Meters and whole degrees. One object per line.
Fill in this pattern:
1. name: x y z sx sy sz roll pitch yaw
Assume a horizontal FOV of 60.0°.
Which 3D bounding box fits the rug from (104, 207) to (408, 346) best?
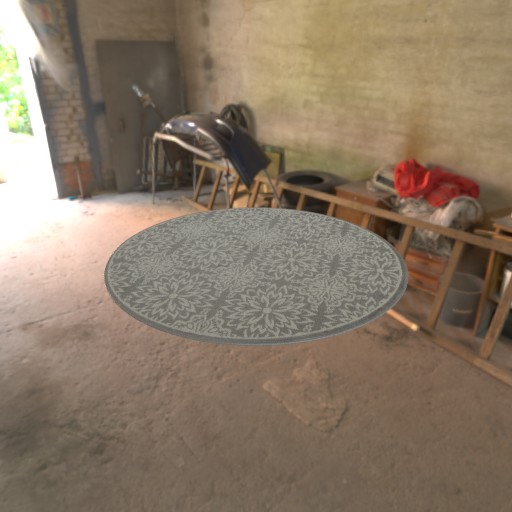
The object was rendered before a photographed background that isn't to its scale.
1. rug: 0.000 0.000 2.427 1.593 0.012 1.593 0 26 0
